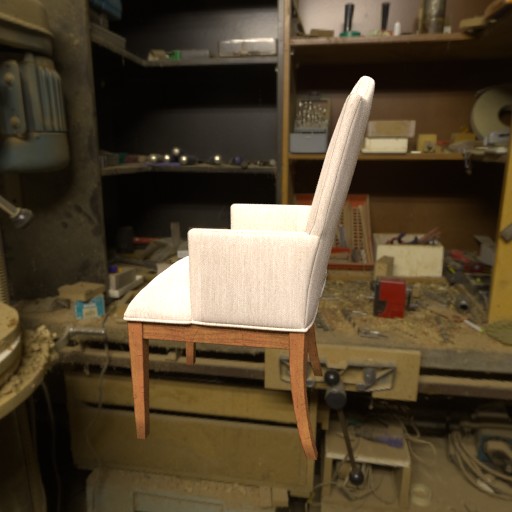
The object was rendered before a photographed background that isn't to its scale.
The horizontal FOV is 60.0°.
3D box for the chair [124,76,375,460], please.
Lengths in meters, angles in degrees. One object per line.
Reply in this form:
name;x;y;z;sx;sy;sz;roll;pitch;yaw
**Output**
chair;0.000;0.000;1.359;0.641;1.016;0.533;3;15;10
